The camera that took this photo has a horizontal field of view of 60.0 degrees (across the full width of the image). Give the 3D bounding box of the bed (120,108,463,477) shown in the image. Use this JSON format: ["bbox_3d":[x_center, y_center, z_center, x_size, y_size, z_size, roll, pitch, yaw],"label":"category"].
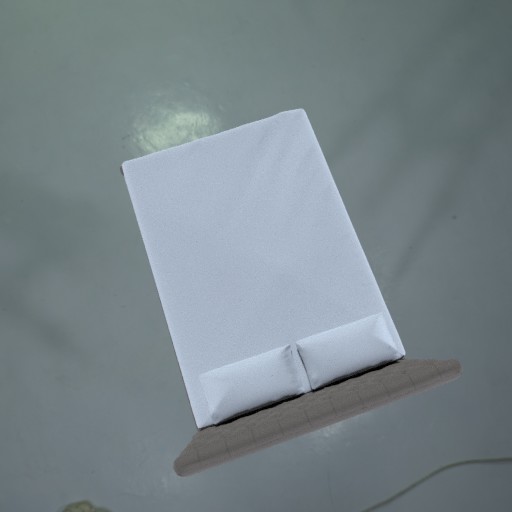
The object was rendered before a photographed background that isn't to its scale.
[{"bbox_3d":[0.000,0.000,3.348,1.698,1.427,2.387,-18,77,-4],"label":"bed"}]
